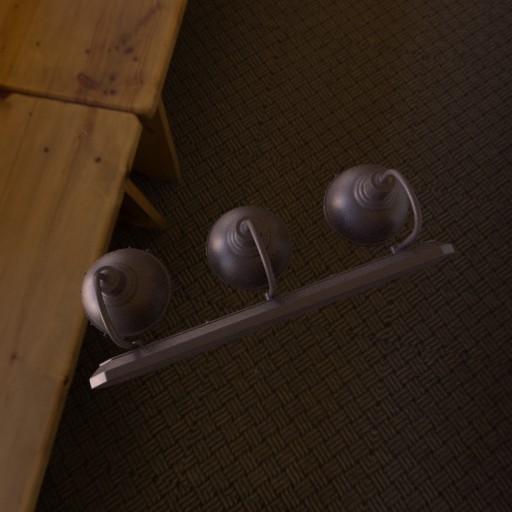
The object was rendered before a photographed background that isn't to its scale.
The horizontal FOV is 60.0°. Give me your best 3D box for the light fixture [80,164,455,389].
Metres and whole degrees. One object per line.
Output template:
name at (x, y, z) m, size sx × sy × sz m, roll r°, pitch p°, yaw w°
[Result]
light fixture at (0.000, 0.000, 0.756) m, size 0.634 × 0.254 × 0.229 m, roll -20°, pitch 76°, yaw -5°
